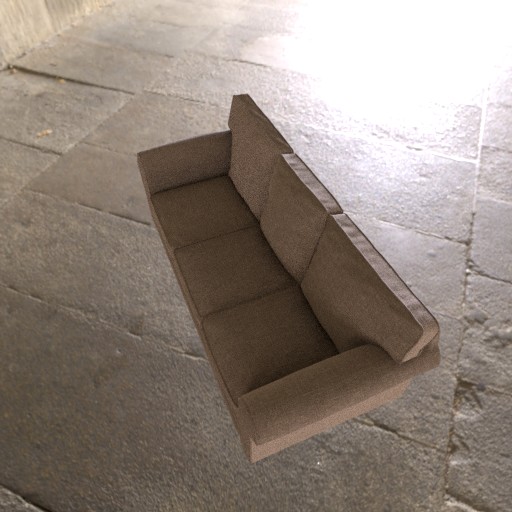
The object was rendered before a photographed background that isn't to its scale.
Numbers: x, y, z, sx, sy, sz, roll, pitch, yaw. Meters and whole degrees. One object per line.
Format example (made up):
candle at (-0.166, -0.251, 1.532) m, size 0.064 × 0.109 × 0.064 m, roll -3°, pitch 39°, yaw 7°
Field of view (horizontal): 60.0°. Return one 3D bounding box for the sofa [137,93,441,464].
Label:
sofa at (0.000, 0.000, 2.584) m, size 0.916 × 0.961 × 2.084 m, roll -18°, pitch 50°, yaw -15°
